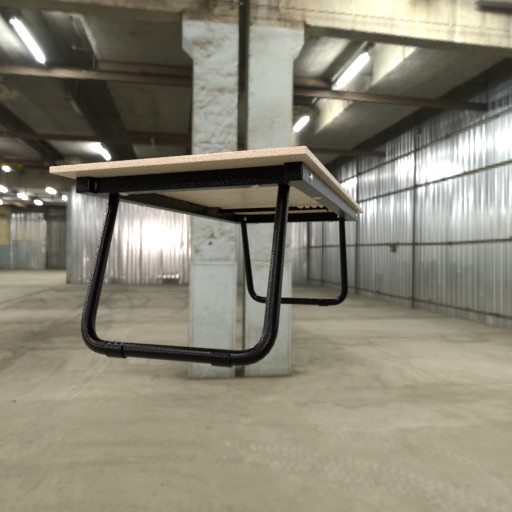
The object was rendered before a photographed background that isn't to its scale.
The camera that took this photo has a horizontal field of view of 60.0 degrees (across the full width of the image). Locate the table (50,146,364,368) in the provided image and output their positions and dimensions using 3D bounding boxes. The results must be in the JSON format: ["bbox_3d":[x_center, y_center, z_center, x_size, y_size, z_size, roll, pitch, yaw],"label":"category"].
[{"bbox_3d":[0.000,0.000,0.798,0.322,0.242,0.644,0,0,19],"label":"table"}]
